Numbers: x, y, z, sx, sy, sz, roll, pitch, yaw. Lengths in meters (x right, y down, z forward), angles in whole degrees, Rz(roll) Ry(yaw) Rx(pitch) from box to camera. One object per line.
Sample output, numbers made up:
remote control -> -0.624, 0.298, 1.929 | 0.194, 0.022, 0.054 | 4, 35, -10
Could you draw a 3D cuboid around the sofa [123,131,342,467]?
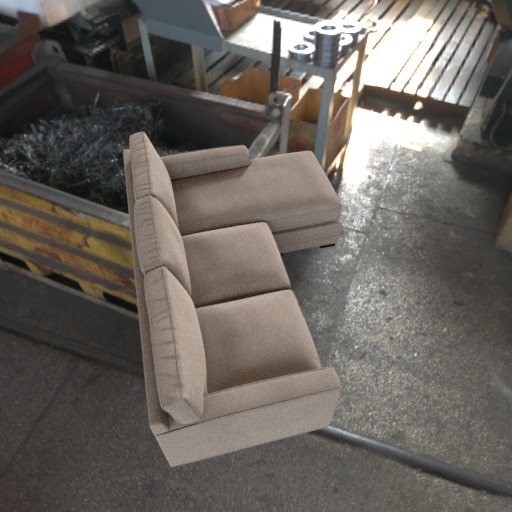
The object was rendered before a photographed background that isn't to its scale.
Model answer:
sofa -> 0.000, 0.000, 2.900 | 1.496, 0.861, 2.087 | -11, 50, -9
